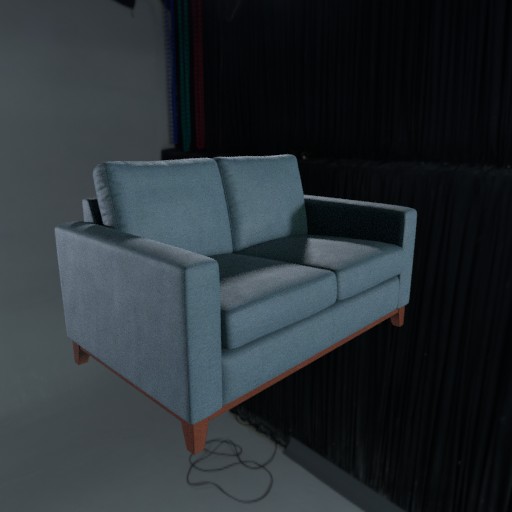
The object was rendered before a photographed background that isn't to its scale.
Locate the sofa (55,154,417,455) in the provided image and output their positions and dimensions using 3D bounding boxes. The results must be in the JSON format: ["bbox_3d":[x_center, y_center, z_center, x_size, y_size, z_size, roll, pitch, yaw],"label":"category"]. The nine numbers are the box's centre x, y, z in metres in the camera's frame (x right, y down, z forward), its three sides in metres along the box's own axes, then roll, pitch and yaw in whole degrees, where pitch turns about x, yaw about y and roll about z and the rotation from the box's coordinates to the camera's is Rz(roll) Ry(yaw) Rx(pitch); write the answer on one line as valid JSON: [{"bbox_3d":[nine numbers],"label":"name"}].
[{"bbox_3d":[0.000,0.000,2.109,0.955,0.903,1.489,14,21,42],"label":"sofa"}]
